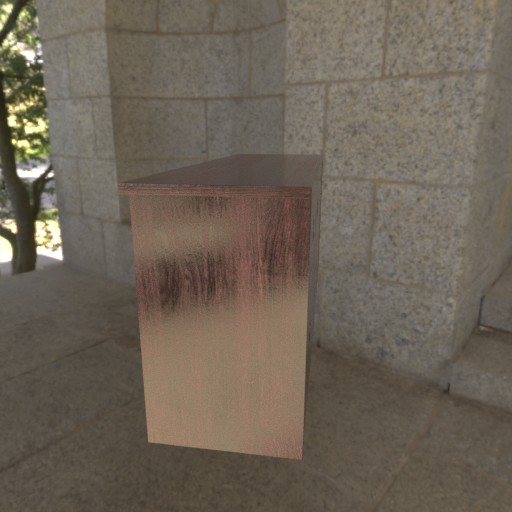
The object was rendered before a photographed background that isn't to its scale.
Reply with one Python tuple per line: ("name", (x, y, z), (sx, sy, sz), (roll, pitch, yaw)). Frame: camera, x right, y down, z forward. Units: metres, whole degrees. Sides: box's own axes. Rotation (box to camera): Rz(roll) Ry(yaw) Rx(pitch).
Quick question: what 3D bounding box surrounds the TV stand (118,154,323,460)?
("TV stand", (0.000, 0.000, 1.500), (0.404, 0.614, 1.192), (3, 16, 9))
